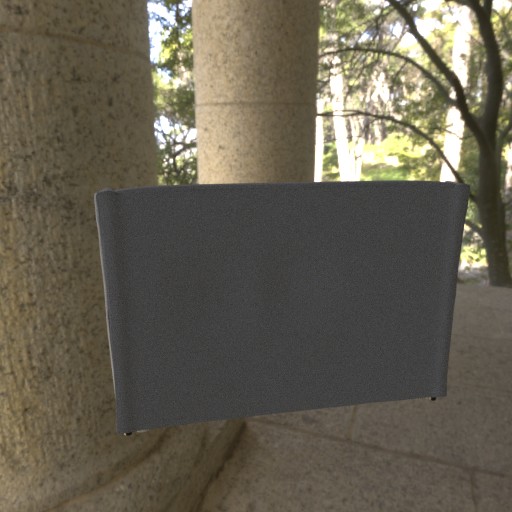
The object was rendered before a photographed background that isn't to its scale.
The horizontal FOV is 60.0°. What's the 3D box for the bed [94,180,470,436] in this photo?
[{"bbox_3d":[0.000,0.000,3.399,1.925,1.332,2.276,-3,15,-10],"label":"bed"}]
